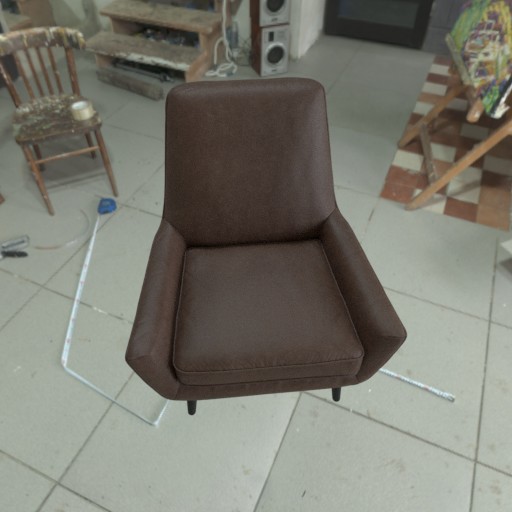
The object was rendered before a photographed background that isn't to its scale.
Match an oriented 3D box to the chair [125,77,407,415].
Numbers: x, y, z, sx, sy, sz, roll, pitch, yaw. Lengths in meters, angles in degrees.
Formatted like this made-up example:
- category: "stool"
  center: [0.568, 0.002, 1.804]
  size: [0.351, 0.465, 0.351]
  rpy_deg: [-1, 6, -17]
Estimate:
- category: "chair"
  center: [0.000, 0.000, 1.509]
  size: [0.787, 0.888, 0.824]
  rpy_deg: [-4, 47, -4]
